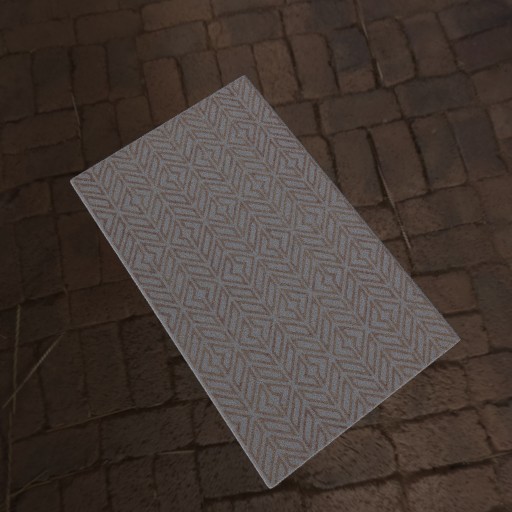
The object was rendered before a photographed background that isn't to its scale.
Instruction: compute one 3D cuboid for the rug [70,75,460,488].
[{"bbox_3d":[0.000,0.000,3.002,1.523,0.008,2.438,-34,77,-9],"label":"rug"}]
